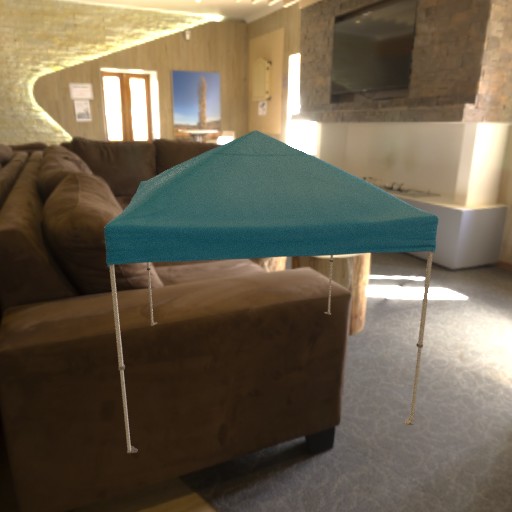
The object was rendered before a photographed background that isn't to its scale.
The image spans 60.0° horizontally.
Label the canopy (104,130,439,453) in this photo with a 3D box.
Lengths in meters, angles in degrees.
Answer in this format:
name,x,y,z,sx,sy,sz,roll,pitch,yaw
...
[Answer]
name,x,y,z,sx,sy,sz,roll,pitch,yaw
canopy,0.000,0.000,5.486,2.998,2.997,2.996,-2,17,-8
